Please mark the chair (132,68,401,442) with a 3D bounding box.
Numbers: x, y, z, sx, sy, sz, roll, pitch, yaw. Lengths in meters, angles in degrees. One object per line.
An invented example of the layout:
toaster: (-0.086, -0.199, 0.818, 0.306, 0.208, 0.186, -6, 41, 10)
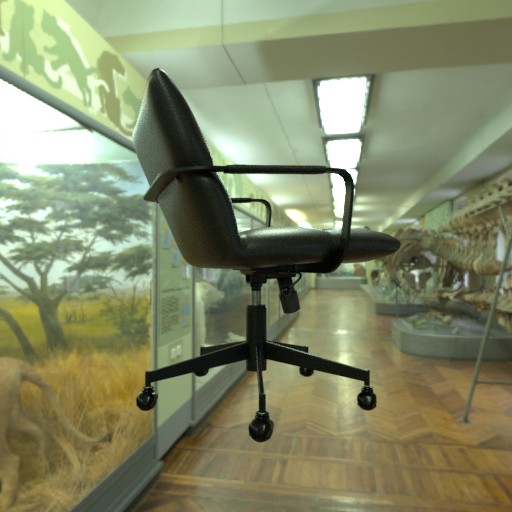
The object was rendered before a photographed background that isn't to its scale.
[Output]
chair: (0.000, 0.000, 1.433, 0.748, 0.922, 0.719, 0, -1, -20)
